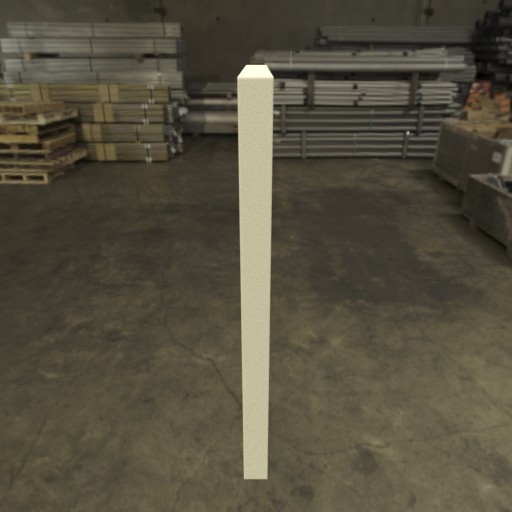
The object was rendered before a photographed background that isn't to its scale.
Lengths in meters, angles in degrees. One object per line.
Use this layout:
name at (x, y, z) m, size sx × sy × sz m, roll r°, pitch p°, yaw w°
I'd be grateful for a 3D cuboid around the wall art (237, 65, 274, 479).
wall art at (0.000, 0.000, 0.784) m, size 0.038 × 0.608 × 0.418 m, roll 0°, pitch 25°, yaw 0°
